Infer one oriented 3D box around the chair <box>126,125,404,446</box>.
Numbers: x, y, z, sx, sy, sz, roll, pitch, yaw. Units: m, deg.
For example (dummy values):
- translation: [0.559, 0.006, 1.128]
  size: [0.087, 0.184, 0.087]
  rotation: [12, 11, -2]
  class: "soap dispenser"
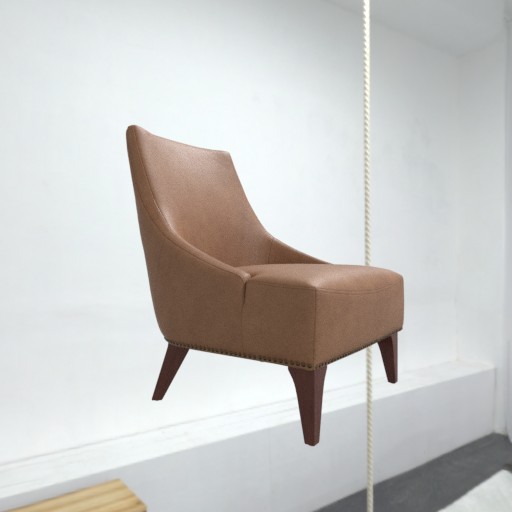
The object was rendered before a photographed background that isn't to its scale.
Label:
- translation: [0.000, 0.000, 1.543]
  size: [0.861, 0.909, 0.701]
  rotation: [0, 1, 35]
  class: "chair"
